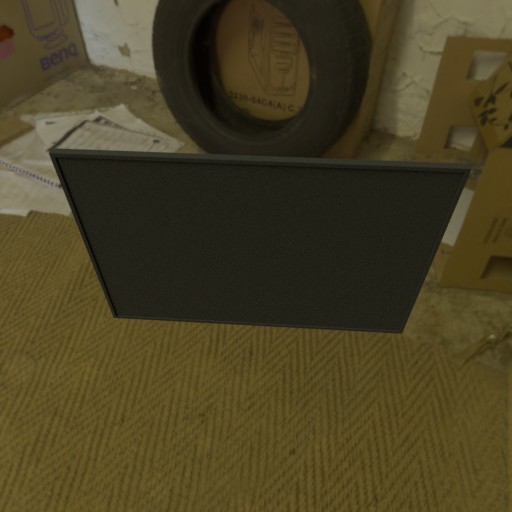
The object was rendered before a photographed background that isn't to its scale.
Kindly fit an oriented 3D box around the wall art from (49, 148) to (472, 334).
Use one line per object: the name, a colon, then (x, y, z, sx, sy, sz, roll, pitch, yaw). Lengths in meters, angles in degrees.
wall art: (0.000, 0.000, 1.544, 1.190, 0.805, 0.028, 3, 46, 3)
